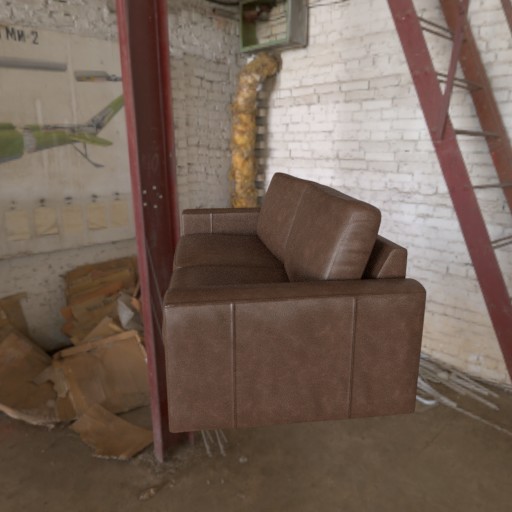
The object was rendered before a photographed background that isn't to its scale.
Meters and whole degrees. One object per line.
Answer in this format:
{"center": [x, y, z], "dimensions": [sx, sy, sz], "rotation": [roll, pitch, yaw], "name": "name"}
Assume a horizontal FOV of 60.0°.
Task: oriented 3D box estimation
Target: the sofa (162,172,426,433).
{"center": [0.000, 0.000, 2.664], "dimensions": [1.016, 0.873, 2.179], "rotation": [-2, 15, -7], "name": "sofa"}
